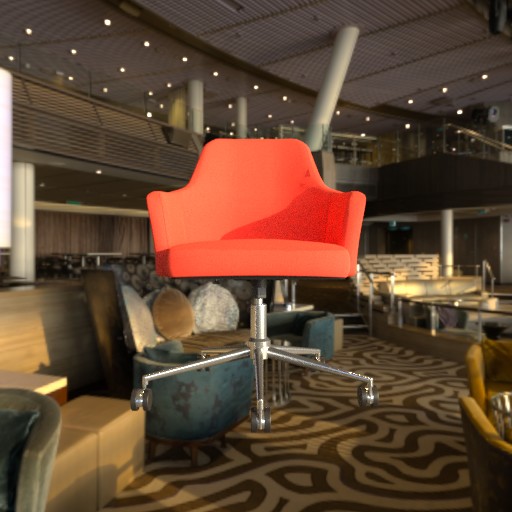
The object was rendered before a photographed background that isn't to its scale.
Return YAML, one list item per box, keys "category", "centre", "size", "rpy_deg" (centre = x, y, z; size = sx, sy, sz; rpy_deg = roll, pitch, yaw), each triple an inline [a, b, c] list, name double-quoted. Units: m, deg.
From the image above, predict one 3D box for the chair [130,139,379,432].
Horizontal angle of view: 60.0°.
- category: "chair"
  centre: [0.000, 0.000, 1.303]
  size: [0.655, 0.820, 0.600]
  rpy_deg: [0, 0, 0]
